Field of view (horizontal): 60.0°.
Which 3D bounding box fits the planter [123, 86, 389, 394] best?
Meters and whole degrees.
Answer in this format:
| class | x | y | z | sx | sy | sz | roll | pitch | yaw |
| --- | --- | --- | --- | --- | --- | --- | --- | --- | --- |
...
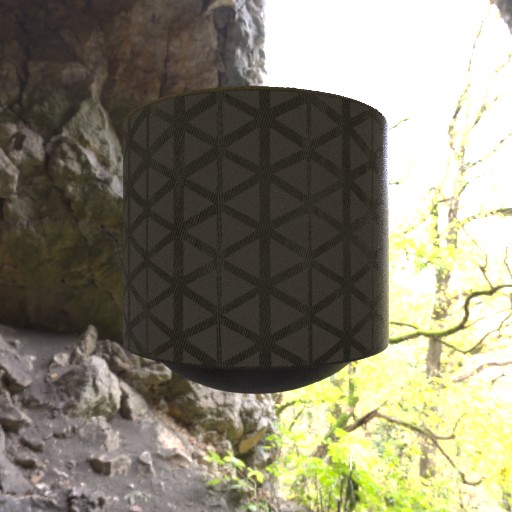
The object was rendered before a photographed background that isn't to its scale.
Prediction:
| class | x | y | z | sx | sy | sz | roll | pitch | yaw |
| --- | --- | --- | --- | --- | --- | --- | --- | --- | --- |
| planter | 0.000 | 0.000 | 0.330 | 0.190 | 0.181 | 0.190 | 0 | 0 | 0 |
